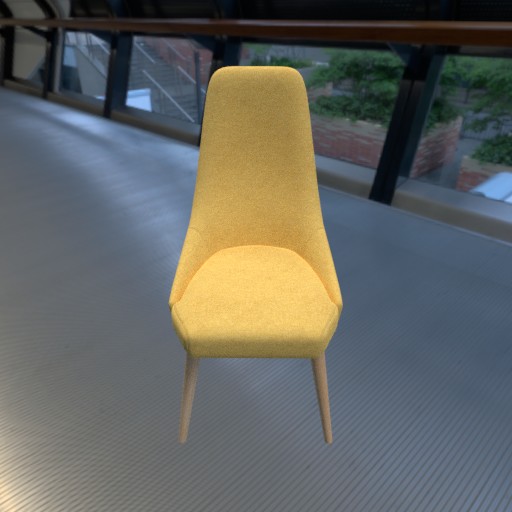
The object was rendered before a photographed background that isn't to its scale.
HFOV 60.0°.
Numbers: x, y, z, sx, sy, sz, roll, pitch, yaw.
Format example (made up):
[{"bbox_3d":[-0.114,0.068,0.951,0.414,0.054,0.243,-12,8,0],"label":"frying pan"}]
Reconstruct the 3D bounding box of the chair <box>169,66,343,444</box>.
[{"bbox_3d":[0.000,0.000,1.403,0.510,1.040,0.660,0,30,0],"label":"chair"}]
